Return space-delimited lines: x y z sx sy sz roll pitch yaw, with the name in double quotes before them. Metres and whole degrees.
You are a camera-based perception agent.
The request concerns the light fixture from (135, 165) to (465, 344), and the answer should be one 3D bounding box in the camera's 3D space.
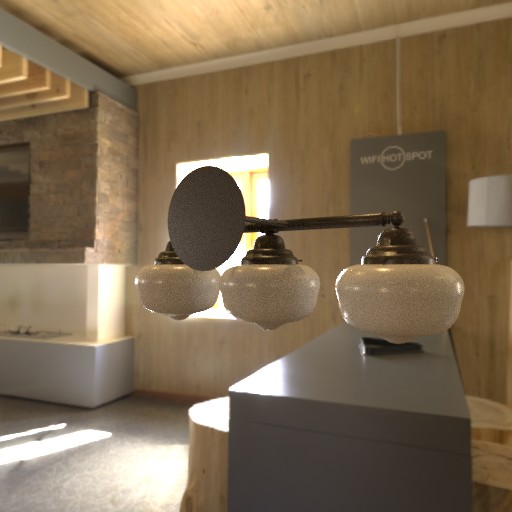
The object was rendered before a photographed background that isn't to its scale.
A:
"light fixture" 0.000 0.000 0.698 0.587 0.242 0.239 -1 -1 37
